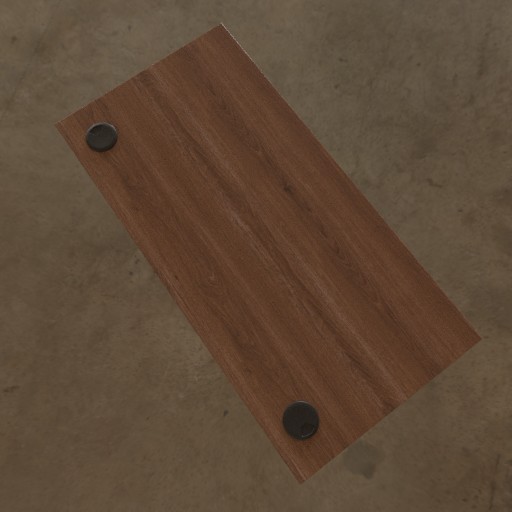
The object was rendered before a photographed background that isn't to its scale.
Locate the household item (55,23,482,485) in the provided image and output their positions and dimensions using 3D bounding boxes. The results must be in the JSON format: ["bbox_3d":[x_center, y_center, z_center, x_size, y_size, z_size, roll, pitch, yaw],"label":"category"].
[{"bbox_3d":[0.000,0.000,1.594,0.600,0.750,1.200,-35,79,-8],"label":"household item"}]
